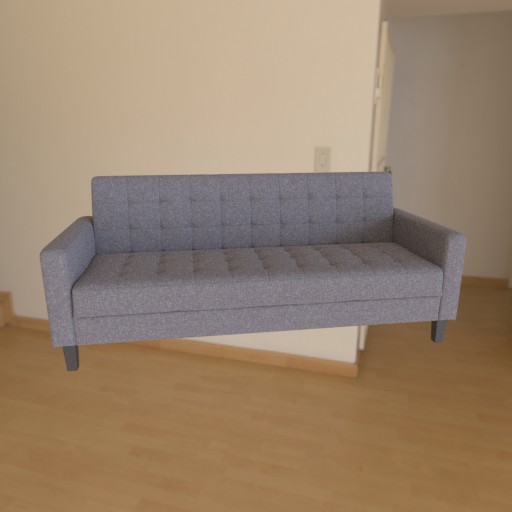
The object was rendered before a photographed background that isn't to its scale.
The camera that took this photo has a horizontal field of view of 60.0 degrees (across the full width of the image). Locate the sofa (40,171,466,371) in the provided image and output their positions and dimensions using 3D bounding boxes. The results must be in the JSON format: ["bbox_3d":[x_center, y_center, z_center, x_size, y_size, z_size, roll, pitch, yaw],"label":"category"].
[{"bbox_3d":[0.000,0.000,2.470,2.040,0.850,0.810,-2,16,-8],"label":"sofa"}]
